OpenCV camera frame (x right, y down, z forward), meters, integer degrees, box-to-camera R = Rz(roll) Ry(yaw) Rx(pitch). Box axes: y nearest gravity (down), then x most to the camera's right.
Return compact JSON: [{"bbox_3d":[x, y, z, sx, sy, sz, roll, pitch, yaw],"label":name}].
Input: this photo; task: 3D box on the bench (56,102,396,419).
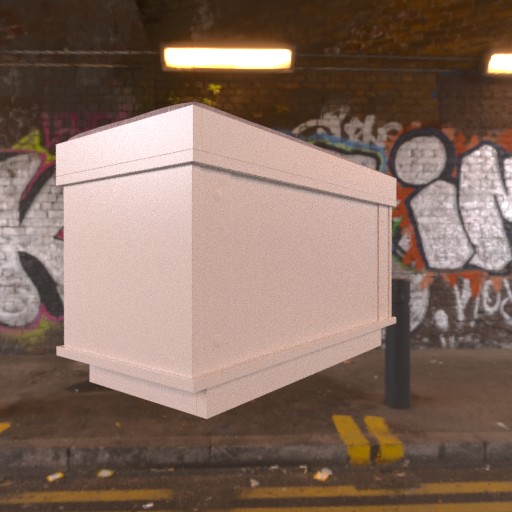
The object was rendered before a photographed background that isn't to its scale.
[{"bbox_3d":[0.000,0.000,0.983,0.362,0.461,0.734,0,1,38],"label":"bench"}]
